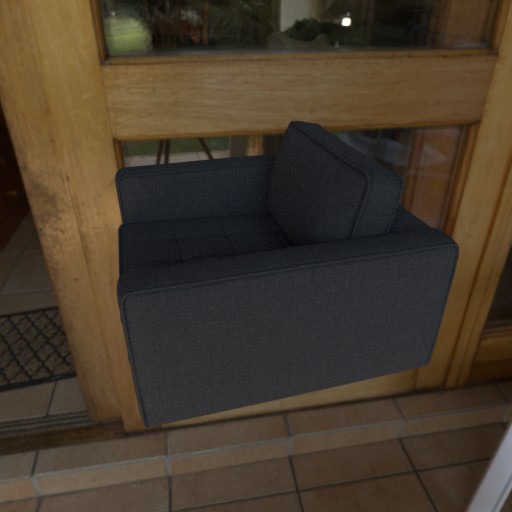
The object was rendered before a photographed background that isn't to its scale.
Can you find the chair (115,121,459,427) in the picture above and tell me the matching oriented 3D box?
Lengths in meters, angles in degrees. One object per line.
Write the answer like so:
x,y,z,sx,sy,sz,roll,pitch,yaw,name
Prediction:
0.000,0.000,1.548,0.919,0.770,0.899,-8,31,-13,chair
